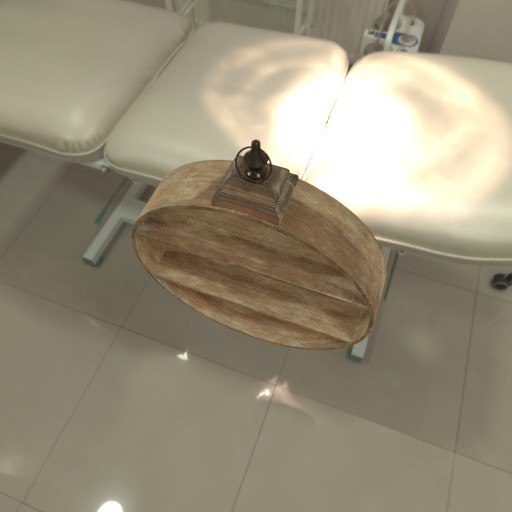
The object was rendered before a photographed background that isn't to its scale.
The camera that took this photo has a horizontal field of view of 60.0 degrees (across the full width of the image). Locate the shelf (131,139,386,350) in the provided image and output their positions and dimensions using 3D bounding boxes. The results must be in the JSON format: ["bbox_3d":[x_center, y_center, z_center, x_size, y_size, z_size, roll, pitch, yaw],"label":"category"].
[{"bbox_3d":[0.000,0.000,1.033,0.601,0.725,0.125,18,61,10],"label":"shelf"}]
